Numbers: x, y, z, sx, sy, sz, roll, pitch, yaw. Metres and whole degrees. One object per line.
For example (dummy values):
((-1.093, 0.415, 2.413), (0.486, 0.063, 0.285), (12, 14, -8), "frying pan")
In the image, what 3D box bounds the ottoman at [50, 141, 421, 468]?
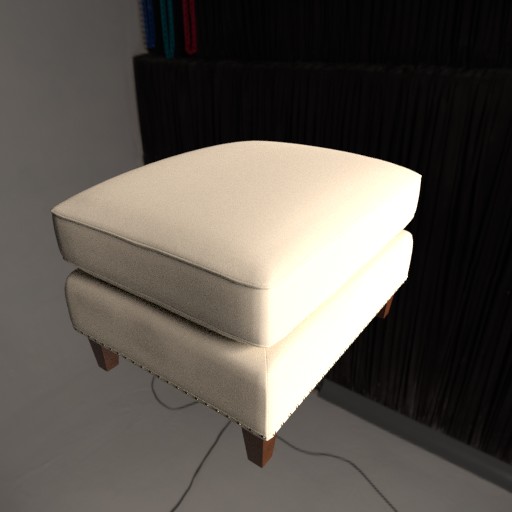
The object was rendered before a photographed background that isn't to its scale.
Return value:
((0.000, 0.000, 1.133), (0.584, 0.513, 0.741), (18, 31, 32), "ottoman")
